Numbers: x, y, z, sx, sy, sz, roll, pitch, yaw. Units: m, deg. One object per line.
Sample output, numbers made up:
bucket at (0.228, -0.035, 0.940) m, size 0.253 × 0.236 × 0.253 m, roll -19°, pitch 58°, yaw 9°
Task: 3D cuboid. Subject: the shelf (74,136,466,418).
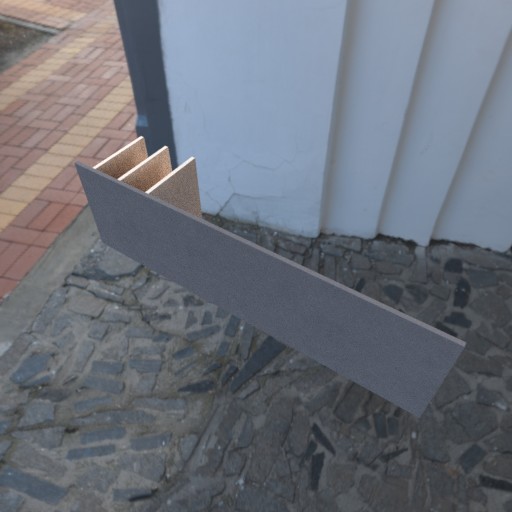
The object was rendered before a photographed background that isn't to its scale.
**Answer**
shelf at (0.000, 0.000, 1.145) m, size 1.020 × 0.300 × 0.200 m, roll 26°, pitch 52°, yaw 22°
